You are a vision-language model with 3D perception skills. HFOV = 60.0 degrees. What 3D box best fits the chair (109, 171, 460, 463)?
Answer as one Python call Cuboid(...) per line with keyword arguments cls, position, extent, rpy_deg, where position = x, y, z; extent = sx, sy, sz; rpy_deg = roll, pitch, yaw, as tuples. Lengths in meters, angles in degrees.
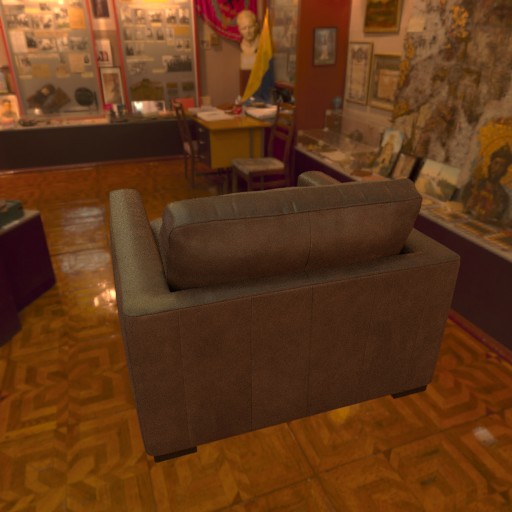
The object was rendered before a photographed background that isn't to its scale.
Cuboid(cls="chair", position=(0.000, 0.000, 1.779), extent=(1.100, 0.812, 1.069), rpy_deg=(-8, 28, -16))
